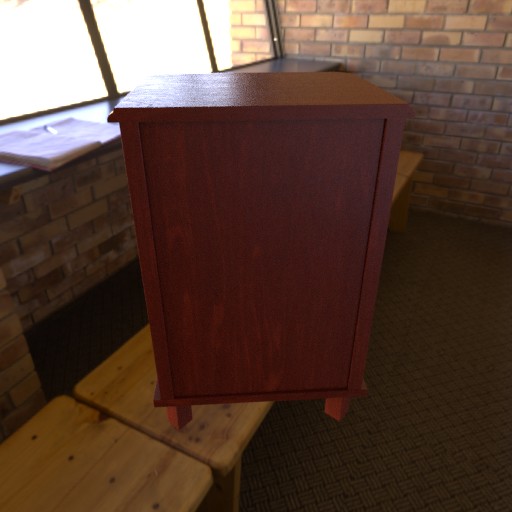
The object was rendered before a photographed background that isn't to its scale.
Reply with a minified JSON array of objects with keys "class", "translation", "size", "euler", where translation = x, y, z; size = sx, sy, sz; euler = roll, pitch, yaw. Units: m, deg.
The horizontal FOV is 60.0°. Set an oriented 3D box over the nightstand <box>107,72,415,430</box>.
[{"class":"nightstand","translation":[0.000,0.000,0.936],"size":[0.435,0.681,0.351],"euler":[-2,30,-3]}]
